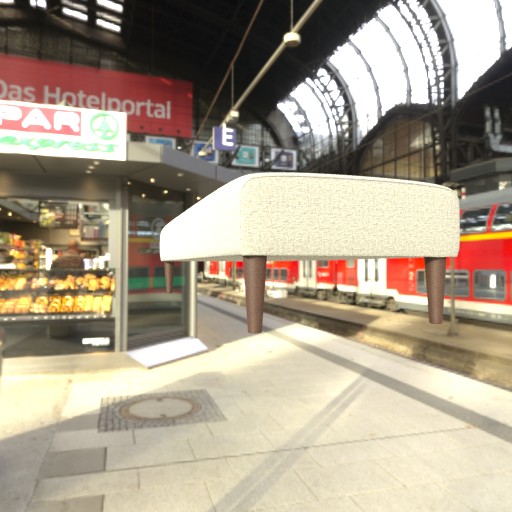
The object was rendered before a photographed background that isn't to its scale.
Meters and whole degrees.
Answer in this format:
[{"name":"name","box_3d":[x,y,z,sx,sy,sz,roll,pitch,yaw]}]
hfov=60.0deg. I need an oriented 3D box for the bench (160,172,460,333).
[{"name":"bench","box_3d":[0.000,0.000,1.811,0.631,0.383,1.598,0,-1,-18]}]
